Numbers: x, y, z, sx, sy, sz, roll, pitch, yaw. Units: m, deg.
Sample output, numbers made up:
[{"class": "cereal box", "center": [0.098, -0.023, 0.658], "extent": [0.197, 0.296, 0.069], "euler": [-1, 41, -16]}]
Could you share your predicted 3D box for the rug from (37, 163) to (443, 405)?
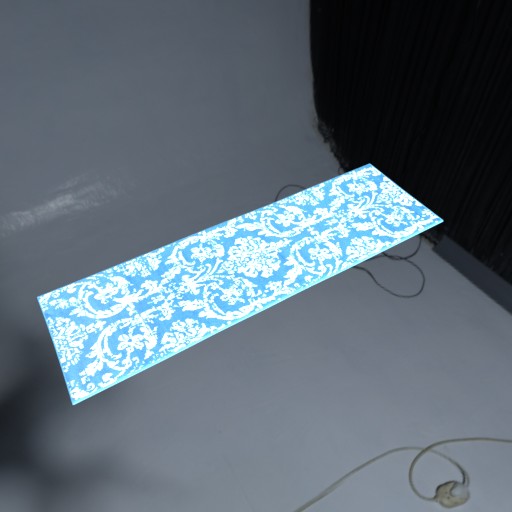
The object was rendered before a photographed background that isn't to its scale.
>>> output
[{"class": "rug", "center": [0.000, 0.000, 2.434], "extent": [2.196, 0.011, 0.662], "euler": [-24, 52, -20]}]
